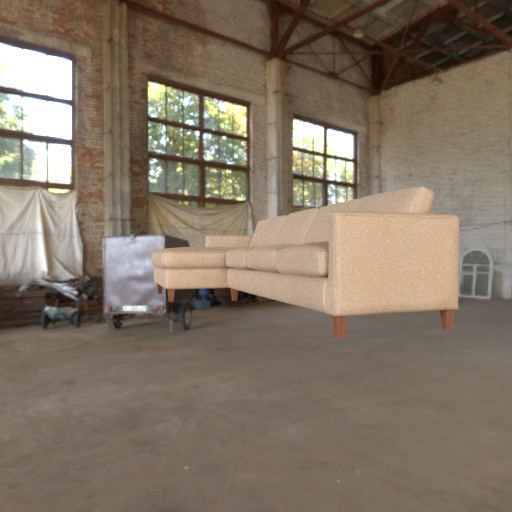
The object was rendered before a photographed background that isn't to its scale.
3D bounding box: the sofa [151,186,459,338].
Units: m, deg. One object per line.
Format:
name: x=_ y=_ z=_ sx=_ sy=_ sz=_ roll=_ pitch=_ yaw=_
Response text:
sofa: x=0.000 y=0.000 z=3.876 sx=1.502 sy=0.876 sz=3.201 roll=0 pitch=0 yaw=-19
